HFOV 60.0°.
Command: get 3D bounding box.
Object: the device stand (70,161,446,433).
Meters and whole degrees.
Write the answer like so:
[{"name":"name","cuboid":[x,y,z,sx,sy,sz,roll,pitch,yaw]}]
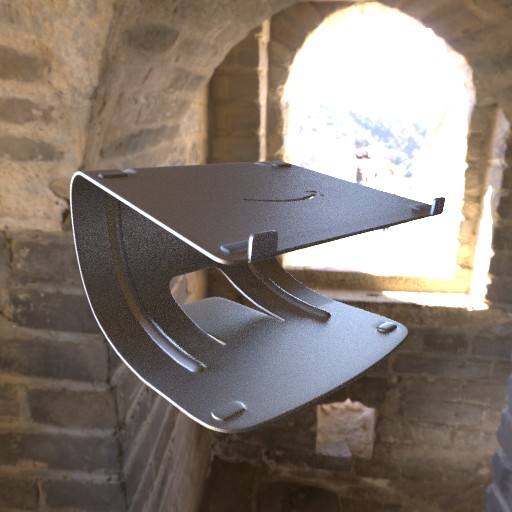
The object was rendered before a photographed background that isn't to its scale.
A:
[{"name":"device stand","cuboid":[0.000,0.000,0.403,0.256,0.155,0.236,-14,20,-41]}]
